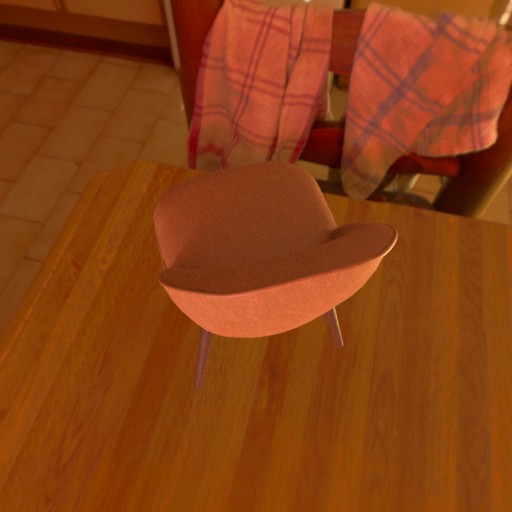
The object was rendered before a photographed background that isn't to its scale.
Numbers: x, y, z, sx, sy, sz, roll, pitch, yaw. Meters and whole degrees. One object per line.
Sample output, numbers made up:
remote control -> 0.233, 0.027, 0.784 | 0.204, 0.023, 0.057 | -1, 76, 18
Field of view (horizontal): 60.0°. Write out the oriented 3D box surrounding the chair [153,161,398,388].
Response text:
chair -> 0.000, 0.000, 1.222 | 0.521, 0.831, 0.631 | -14, 59, -8
